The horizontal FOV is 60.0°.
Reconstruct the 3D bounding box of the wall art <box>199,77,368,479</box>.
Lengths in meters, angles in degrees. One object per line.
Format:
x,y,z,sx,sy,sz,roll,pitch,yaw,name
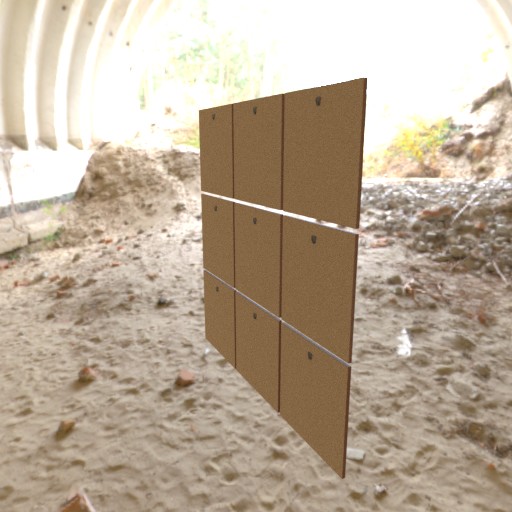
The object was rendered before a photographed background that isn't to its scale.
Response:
0.000,0.000,1.814,0.019,1.218,1.221,-7,16,-27,wall art
